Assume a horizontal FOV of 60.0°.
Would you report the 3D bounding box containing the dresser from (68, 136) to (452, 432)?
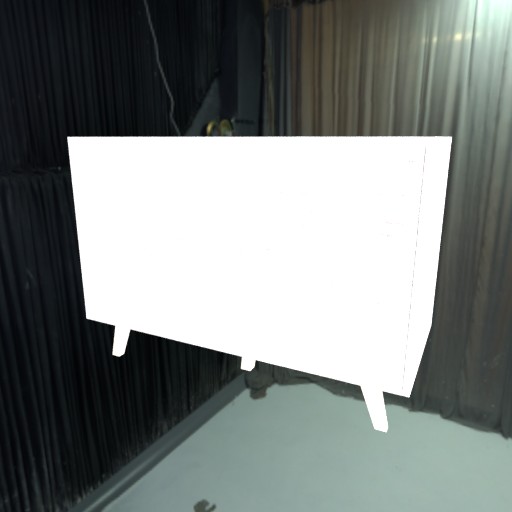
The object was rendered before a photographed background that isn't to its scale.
[{"bbox_3d":[0.000,0.000,1.503,1.110,0.780,0.500,7,17,26],"label":"dresser"}]
